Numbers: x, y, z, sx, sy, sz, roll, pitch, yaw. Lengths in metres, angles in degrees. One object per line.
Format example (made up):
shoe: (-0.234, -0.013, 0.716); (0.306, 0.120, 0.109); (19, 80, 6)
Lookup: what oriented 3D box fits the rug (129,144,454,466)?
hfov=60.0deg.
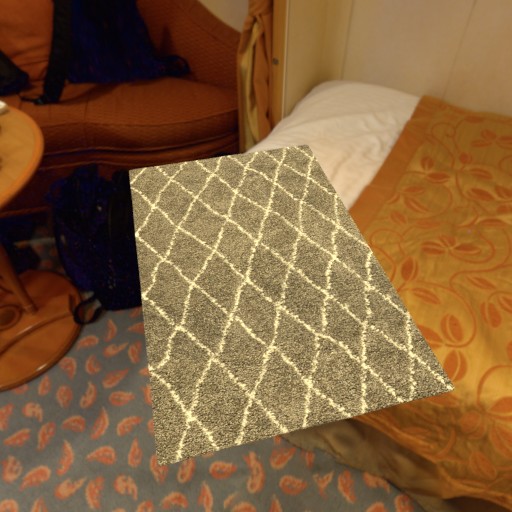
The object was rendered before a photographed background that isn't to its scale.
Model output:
rug: (0.000, 0.000, 3.425); (1.778, 0.030, 2.743); (-10, 47, -10)
